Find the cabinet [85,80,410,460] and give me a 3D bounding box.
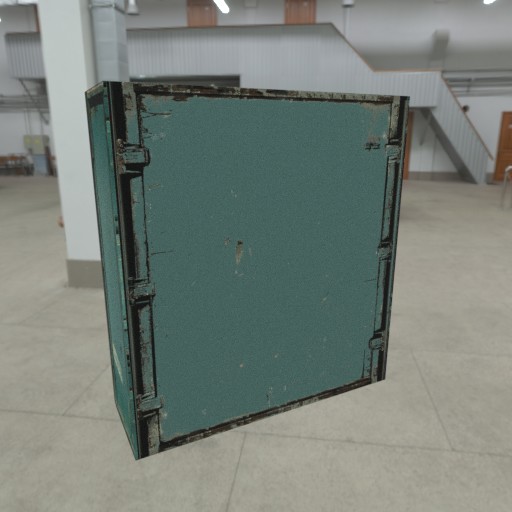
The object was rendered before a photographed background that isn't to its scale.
[{"bbox_3d":[0.000,0.000,3.139,2.000,2.160,0.680,-8,17,-26],"label":"cabinet"}]
